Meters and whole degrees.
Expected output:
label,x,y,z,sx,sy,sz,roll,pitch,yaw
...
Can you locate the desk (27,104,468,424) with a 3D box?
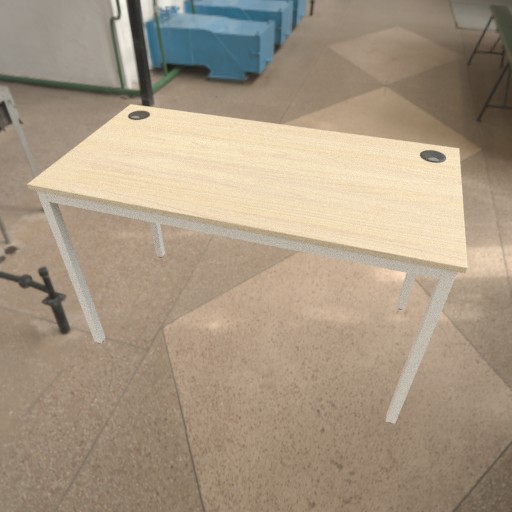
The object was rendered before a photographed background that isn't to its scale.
label,x,y,z,sx,sy,sz,roll,pitch,yaw
desk,0.000,0.000,1.608,1.200,0.750,0.600,12,43,13
